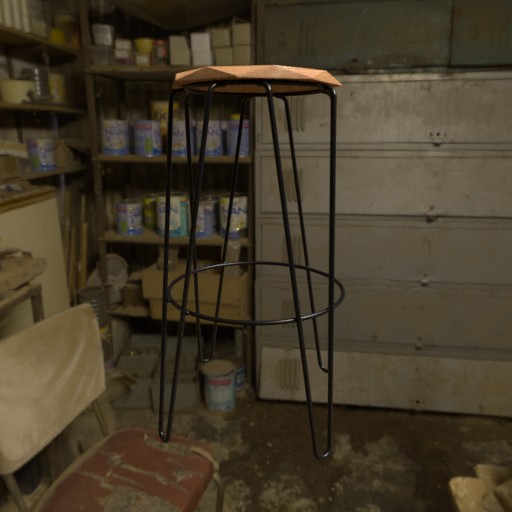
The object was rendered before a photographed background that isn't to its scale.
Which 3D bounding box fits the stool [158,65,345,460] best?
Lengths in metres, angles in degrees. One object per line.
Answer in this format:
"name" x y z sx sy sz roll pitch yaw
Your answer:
"stool" 0.000 0.000 0.805 0.326 0.610 0.326 3 16 9
